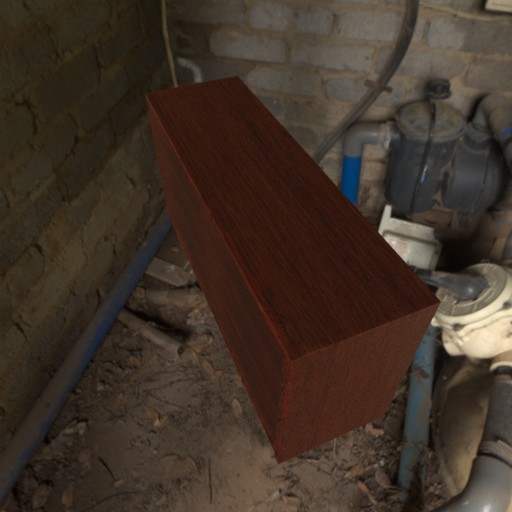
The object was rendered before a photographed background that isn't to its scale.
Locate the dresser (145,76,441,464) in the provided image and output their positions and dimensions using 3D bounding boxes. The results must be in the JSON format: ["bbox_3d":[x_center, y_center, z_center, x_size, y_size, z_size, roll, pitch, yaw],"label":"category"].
[{"bbox_3d":[0.000,0.000,2.090,0.499,0.971,1.609,-17,49,-16],"label":"dresser"}]
